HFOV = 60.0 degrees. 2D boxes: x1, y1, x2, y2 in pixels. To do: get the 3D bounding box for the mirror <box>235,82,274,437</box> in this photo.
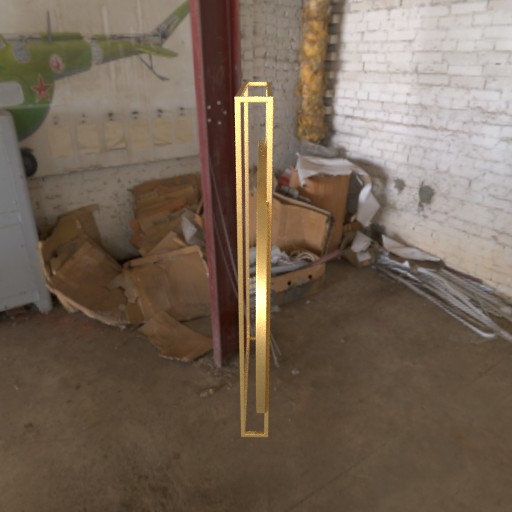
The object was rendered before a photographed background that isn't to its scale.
[{"bbox_3d":[0.000,0.000,0.848,0.051,0.603,0.508,0,25,1],"label":"mirror"}]
